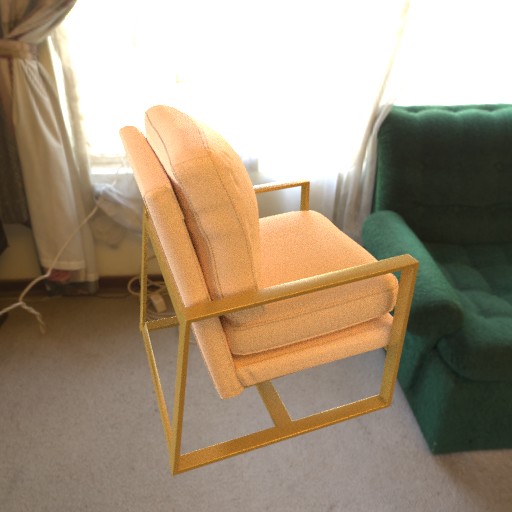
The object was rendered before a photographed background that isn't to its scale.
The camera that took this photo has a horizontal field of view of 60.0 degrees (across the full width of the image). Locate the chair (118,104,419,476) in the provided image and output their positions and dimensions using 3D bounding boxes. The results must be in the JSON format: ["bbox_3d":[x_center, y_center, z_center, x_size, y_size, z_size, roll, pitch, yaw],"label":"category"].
[{"bbox_3d":[0.000,0.000,1.520,0.813,0.956,0.758,-10,31,-17],"label":"chair"}]
